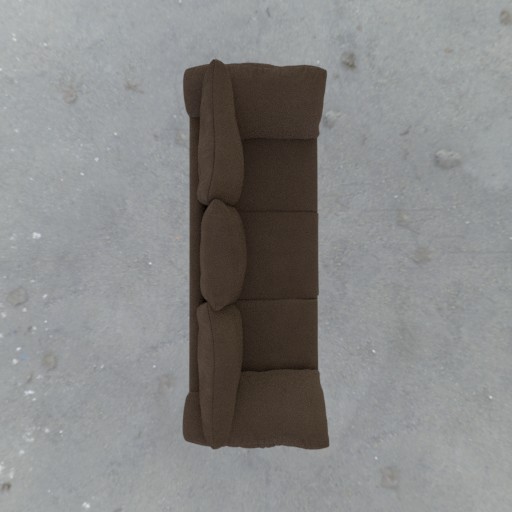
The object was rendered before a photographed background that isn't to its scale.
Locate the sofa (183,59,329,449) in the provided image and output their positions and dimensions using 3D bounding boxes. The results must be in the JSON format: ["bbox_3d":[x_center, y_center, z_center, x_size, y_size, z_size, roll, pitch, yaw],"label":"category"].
[{"bbox_3d":[0.000,0.000,2.915,0.878,1.015,2.336,0,89,0],"label":"sofa"}]
